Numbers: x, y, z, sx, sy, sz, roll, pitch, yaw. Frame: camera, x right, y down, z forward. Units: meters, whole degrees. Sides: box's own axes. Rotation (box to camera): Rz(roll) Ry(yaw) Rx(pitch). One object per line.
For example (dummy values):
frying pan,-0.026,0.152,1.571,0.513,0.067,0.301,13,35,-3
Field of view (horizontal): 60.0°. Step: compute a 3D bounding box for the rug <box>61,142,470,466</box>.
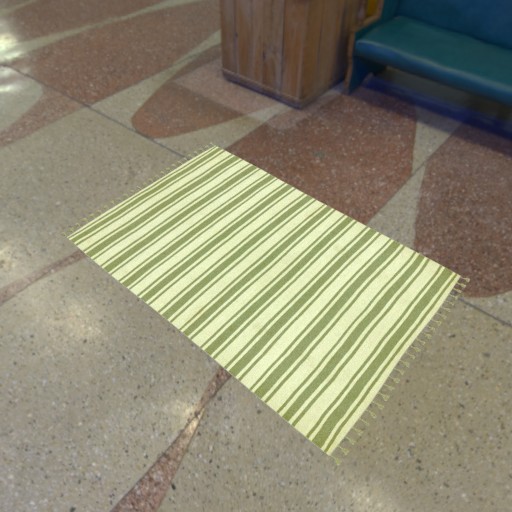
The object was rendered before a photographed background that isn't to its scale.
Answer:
rug,0.000,0.000,3.062,2.435,0.018,1.540,33,56,26
